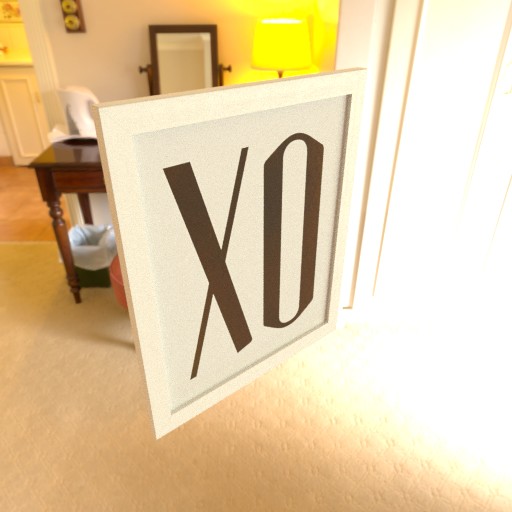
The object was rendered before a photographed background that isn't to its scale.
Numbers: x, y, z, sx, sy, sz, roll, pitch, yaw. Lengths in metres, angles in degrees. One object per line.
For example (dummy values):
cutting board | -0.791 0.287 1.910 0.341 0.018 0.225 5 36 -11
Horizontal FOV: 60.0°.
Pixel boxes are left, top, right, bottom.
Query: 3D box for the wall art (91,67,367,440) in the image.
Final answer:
wall art | 0.000 0.000 0.728 0.444 0.536 0.020 -23 37 -33
